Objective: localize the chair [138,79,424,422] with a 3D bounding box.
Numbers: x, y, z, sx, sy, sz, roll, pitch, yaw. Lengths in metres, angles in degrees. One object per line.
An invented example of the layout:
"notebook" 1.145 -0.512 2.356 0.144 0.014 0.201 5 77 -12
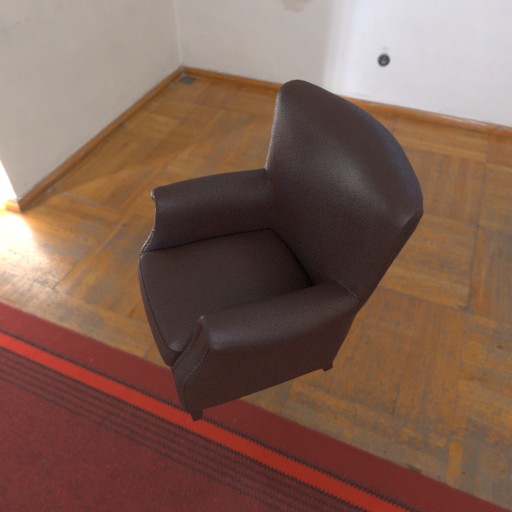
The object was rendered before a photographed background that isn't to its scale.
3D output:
"chair" 0.000 0.000 1.401 0.746 0.800 0.700 -17 50 -15
